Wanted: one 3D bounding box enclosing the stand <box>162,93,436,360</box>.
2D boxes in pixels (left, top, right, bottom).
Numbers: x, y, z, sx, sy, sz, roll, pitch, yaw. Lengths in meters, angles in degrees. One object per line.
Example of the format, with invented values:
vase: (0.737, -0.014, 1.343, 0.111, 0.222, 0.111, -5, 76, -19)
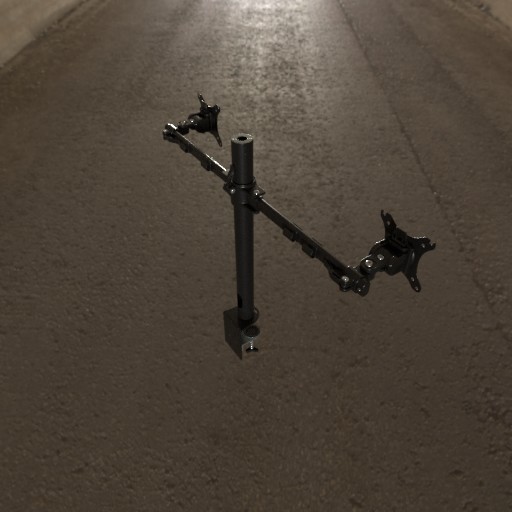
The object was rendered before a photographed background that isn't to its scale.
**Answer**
stand: (0.000, 0.000, 1.030, 0.150, 0.603, 0.743, -24, 46, -25)
